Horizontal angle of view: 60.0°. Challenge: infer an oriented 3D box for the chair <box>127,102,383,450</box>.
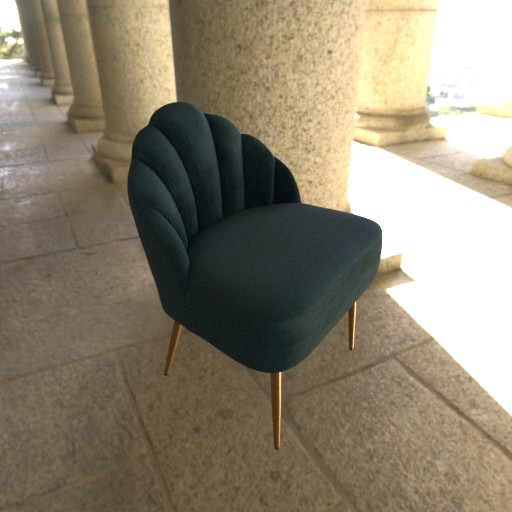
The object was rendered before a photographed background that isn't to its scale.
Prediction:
[{"bbox_3d":[0.000,0.000,1.309,0.599,0.819,0.657,17,32,30],"label":"chair"}]
